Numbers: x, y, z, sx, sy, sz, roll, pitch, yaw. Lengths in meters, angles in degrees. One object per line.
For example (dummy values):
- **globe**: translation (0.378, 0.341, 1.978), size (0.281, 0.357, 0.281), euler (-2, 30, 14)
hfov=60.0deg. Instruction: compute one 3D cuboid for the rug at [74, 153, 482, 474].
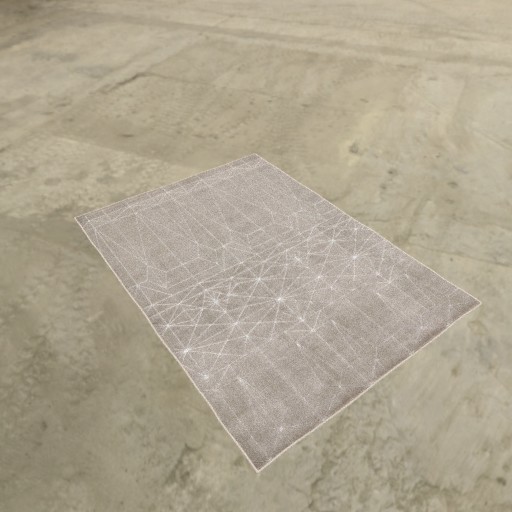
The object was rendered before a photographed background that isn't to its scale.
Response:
- **rug**: translation (0.000, 0.000, 4.332), size (2.449, 0.019, 3.357), euler (-26, 47, -26)
